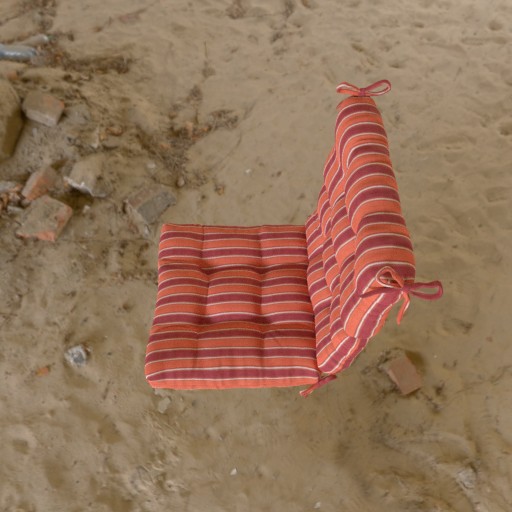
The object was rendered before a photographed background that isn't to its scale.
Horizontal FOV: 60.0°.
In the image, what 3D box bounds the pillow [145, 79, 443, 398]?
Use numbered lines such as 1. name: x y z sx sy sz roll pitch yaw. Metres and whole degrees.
1. pillow: 0.000 0.000 1.031 0.571 0.605 0.519 -1 59 0
